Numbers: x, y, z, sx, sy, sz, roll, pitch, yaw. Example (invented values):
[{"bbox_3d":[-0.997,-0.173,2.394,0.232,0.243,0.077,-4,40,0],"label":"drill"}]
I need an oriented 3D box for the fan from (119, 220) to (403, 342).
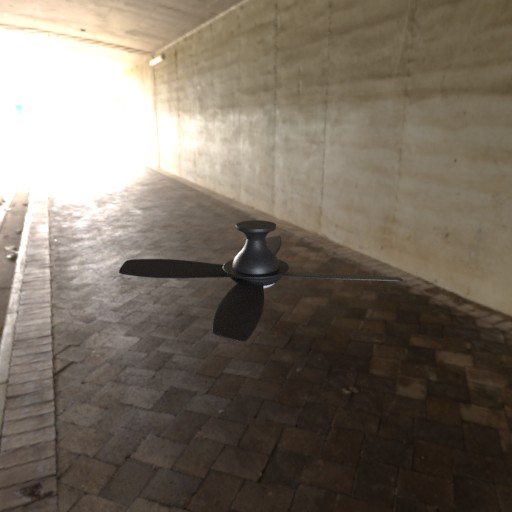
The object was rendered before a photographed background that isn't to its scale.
[{"bbox_3d":[0.000,0.000,2.629,1.694,0.382,1.694,2,17,8],"label":"fan"}]
